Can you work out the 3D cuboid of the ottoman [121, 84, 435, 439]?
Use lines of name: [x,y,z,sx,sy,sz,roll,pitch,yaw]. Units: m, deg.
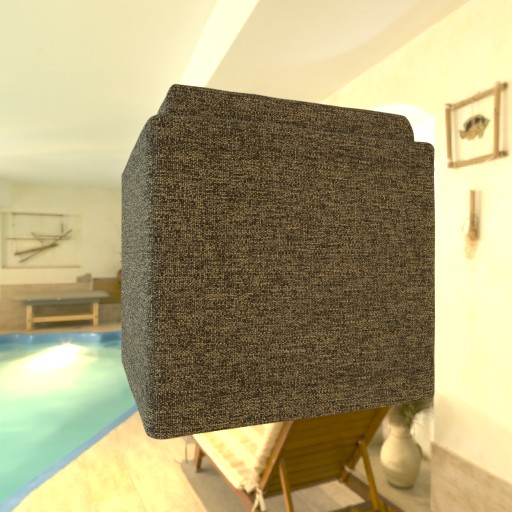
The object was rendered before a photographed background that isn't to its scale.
ottoman: [0.000,0.000,0.814,0.450,0.463,0.450,0,0,-21]
